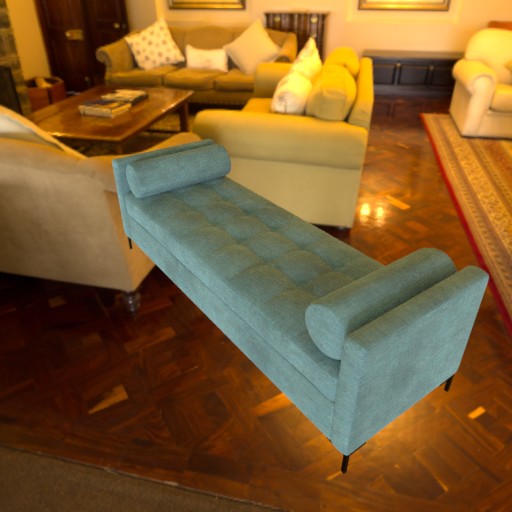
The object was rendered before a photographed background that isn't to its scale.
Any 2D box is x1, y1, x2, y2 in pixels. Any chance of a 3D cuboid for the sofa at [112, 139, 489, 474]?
[{"bbox_3d":[0.000,0.000,2.279,0.686,0.635,1.981,-21,38,-30],"label":"sofa"}]
